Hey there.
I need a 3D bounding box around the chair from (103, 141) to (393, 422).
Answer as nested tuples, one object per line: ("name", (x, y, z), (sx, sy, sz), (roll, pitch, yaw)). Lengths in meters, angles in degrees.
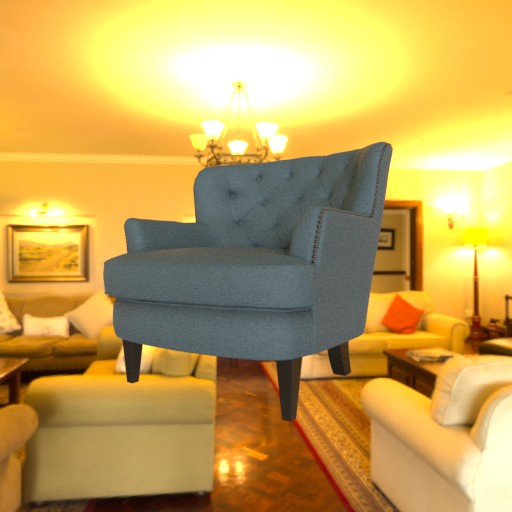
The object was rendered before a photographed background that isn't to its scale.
("chair", (0.000, 0.000, 1.595), (0.848, 0.868, 0.906), (0, 0, 34))
